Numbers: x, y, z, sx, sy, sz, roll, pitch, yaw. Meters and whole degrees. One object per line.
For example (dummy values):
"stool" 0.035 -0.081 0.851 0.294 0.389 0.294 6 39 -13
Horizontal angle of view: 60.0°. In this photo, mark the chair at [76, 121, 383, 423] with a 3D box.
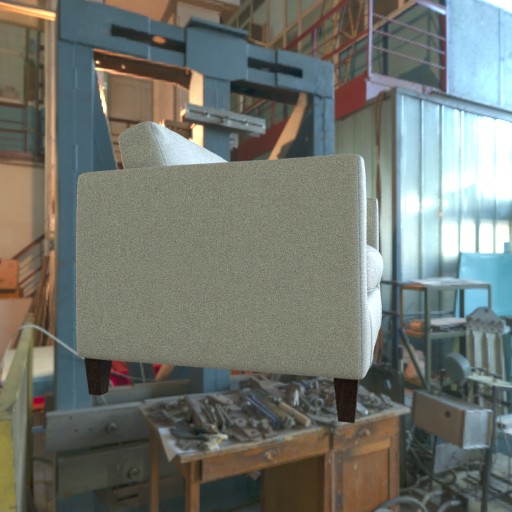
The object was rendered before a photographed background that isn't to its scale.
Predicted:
"chair" 0.000 0.000 1.757 0.959 0.919 0.996 0 -1 18
